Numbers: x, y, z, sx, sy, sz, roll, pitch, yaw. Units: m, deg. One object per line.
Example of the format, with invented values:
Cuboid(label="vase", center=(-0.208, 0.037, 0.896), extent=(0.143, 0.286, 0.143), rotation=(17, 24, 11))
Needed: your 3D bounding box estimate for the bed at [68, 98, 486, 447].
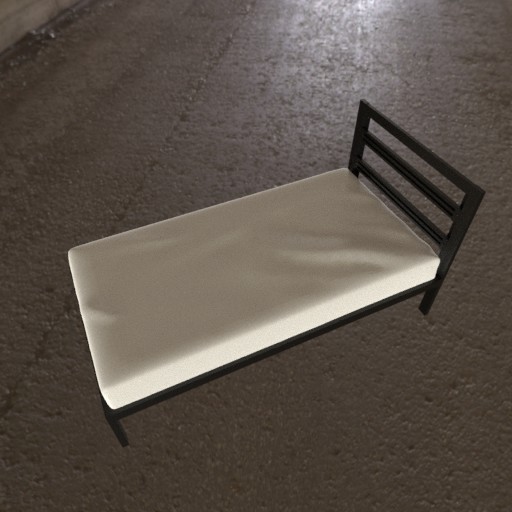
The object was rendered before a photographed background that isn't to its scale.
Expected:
Cuboid(label="bed", center=(0.000, 0.000, 2.447), extent=(1.930, 0.967, 0.991), rotation=(-19, 49, -17))
